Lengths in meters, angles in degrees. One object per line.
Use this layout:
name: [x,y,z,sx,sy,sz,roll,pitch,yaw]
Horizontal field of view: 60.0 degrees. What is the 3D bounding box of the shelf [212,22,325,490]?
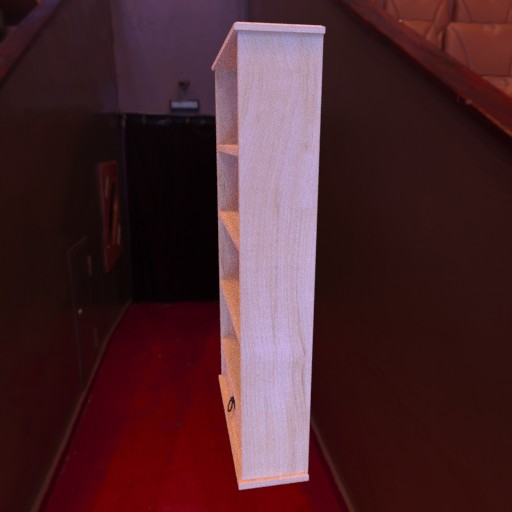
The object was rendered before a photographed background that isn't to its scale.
shelf: [0.000,0.000,1.202,0.175,1.030,0.520,-3,15,-10]
